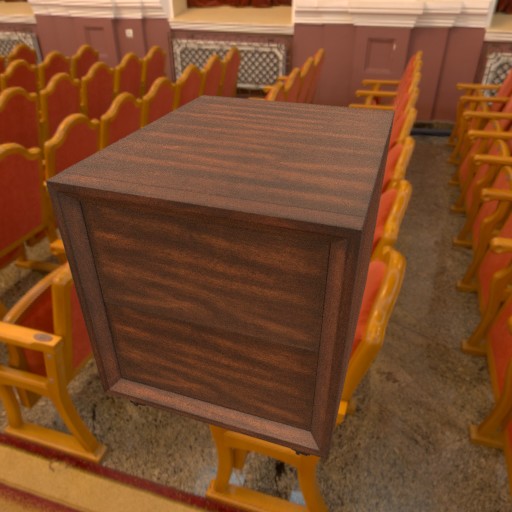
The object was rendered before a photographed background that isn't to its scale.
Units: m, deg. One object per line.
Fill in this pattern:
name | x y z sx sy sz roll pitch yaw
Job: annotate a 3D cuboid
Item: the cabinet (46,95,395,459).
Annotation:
cabinet | 0.000 0.000 0.837 0.402 0.455 0.500 10 34 16
